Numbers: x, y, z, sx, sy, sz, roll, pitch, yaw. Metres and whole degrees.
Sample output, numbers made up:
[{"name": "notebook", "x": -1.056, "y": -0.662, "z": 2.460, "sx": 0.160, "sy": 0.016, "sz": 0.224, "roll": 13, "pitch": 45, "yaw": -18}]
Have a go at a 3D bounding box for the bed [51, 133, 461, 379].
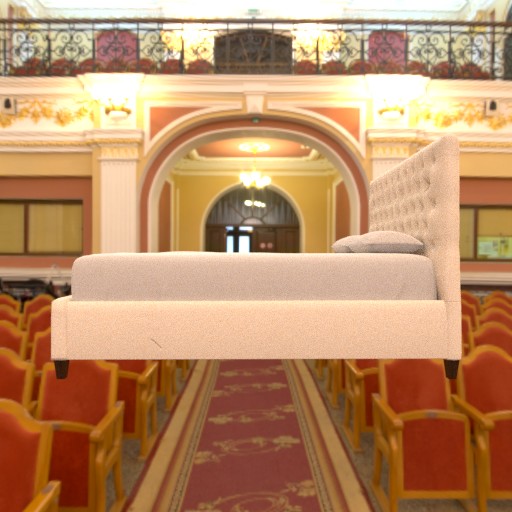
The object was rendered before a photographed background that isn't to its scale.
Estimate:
[{"name": "bed", "x": 0.000, "y": 0.000, "z": 3.389, "sx": 2.387, "sy": 1.427, "sz": 1.698, "roll": 0, "pitch": 0, "yaw": 0}]
